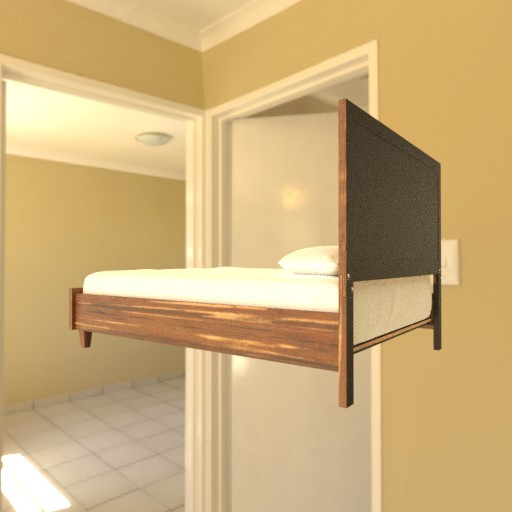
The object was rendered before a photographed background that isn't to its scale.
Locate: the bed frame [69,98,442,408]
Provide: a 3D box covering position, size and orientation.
[{"bbox_3d":[0.000,0.000,3.377,2.276,1.417,1.696,0,-1,36],"label":"bed frame"}]
